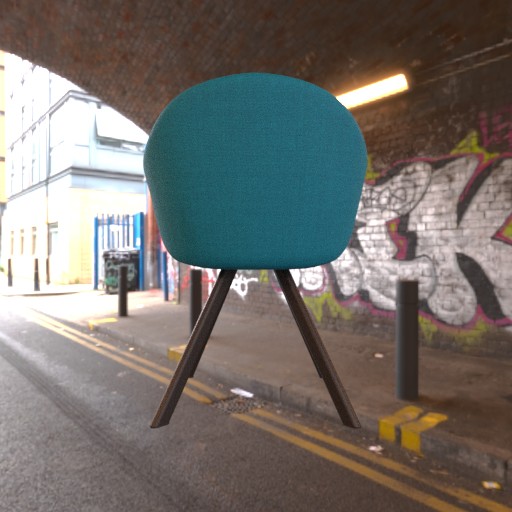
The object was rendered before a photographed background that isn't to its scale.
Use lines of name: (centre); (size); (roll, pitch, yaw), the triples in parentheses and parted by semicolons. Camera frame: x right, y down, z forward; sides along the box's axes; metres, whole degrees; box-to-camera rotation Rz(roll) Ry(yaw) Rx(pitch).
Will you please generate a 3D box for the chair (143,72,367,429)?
chair: (0.000, 0.000, 1.203); (0.590, 0.795, 0.550); (0, 0, 0)
